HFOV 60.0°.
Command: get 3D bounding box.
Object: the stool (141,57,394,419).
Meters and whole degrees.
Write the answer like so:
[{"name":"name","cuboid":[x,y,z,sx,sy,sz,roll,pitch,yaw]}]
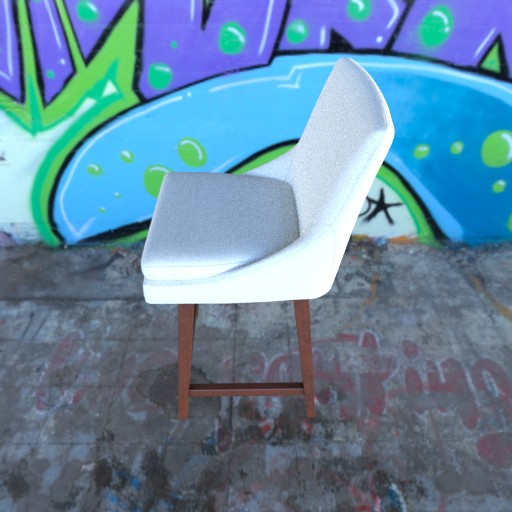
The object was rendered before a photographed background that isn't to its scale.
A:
[{"name":"stool","cuboid":[0.000,0.000,1.297,0.559,0.991,0.469,-1,41,-1]}]
